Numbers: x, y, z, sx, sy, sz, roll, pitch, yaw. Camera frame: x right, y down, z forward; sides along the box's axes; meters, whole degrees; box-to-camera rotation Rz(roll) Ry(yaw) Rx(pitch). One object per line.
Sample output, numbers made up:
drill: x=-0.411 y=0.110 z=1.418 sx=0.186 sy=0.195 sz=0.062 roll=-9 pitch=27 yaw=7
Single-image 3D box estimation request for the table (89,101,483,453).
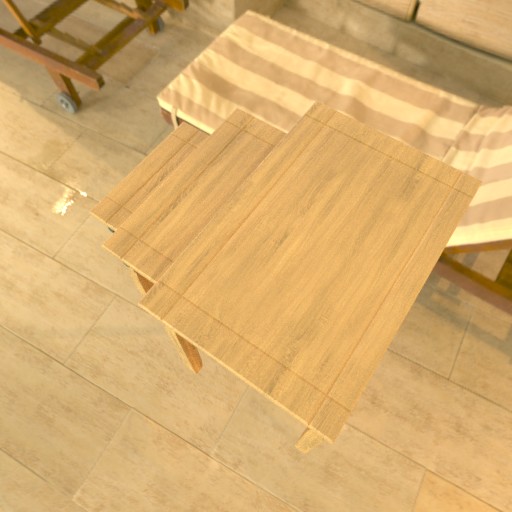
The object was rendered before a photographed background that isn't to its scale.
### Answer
table: x=0.000 y=0.000 z=1.200 sx=0.773 sy=0.535 sz=0.660 roll=32 pitch=67 yaw=15
